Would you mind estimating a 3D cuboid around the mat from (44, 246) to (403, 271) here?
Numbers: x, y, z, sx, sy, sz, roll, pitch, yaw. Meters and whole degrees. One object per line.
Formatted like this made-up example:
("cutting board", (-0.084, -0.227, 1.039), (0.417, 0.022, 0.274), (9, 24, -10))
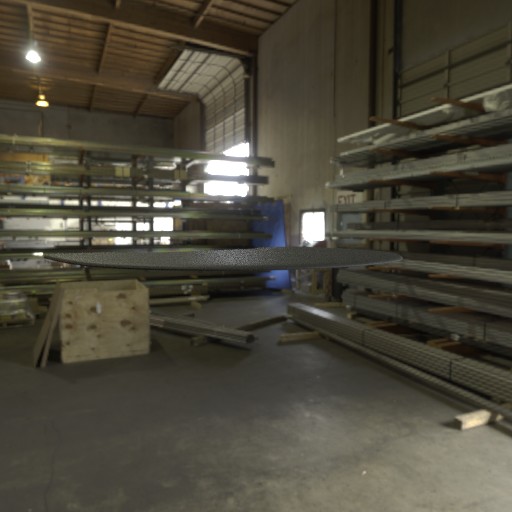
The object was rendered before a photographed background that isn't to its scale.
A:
("mat", (0.000, 0.000, 1.572), (1.220, 0.016, 0.917), (-3, 4, -37))
